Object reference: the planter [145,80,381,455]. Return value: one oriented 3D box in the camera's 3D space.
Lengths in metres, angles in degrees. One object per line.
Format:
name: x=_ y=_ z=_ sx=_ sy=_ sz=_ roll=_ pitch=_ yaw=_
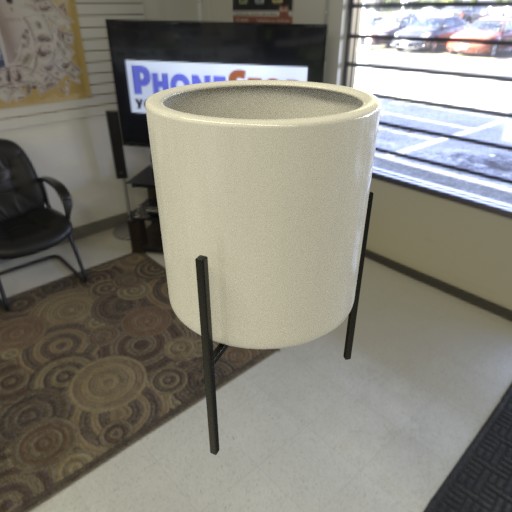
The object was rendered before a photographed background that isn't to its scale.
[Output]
planter: x=0.000 y=0.000 z=0.512 sx=0.239 sy=0.356 sz=0.239 roll=-22 pitch=36 yaw=-33
